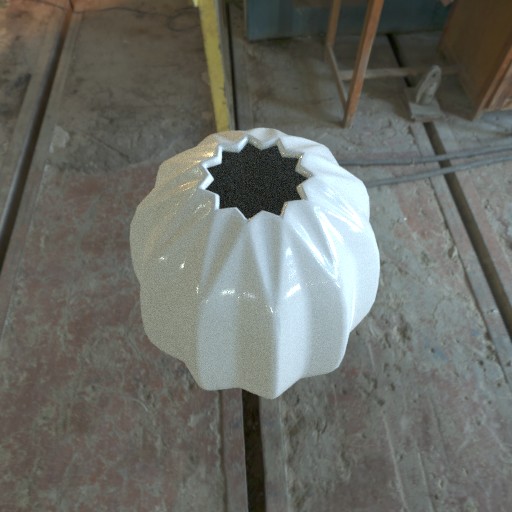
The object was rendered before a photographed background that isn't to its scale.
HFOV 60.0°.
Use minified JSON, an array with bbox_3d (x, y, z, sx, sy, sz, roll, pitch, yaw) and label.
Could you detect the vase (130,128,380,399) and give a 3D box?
[{"bbox_3d":[0.000,0.000,0.248,0.139,0.134,0.139,0,57,0],"label":"vase"}]
